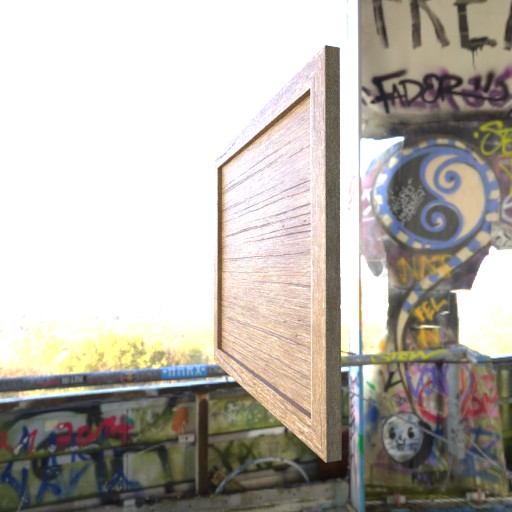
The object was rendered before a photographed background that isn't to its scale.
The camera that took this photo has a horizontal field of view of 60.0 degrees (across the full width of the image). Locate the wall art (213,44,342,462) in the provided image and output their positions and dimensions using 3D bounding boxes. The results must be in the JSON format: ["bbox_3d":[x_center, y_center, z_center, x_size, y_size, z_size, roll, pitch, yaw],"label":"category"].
[{"bbox_3d":[0.000,0.000,0.954,0.026,0.588,0.690,0,-1,-19],"label":"wall art"}]
